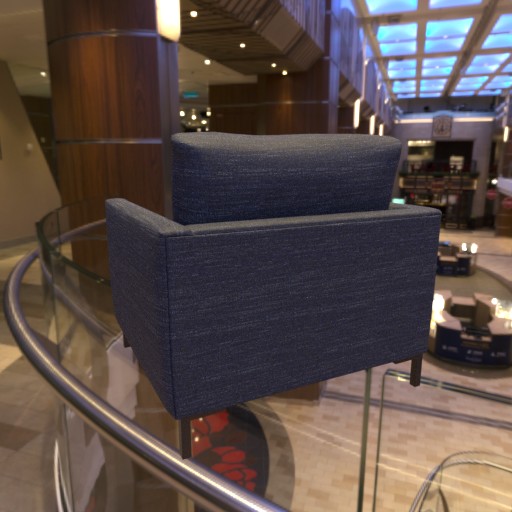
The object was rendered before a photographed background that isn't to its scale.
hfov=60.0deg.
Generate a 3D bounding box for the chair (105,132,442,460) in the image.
[{"bbox_3d":[0.000,0.000,1.646,0.963,0.861,0.866,-6,14,-26],"label":"chair"}]
